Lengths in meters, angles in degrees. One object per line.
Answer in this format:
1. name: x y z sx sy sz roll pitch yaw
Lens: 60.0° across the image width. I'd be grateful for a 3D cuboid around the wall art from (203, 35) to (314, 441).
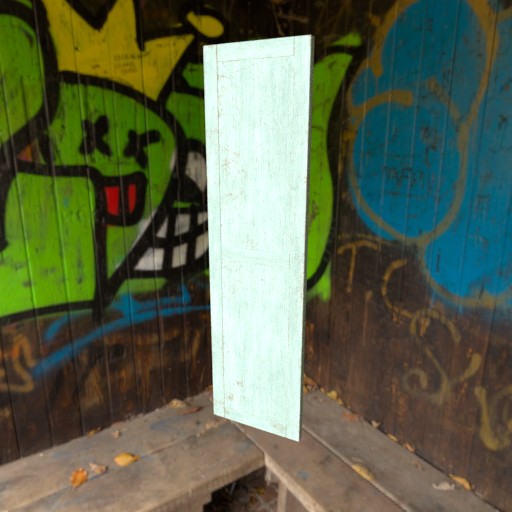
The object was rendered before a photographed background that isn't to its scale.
1. wall art: 0.000 0.000 1.375 0.329 1.219 0.025 8 17 26
